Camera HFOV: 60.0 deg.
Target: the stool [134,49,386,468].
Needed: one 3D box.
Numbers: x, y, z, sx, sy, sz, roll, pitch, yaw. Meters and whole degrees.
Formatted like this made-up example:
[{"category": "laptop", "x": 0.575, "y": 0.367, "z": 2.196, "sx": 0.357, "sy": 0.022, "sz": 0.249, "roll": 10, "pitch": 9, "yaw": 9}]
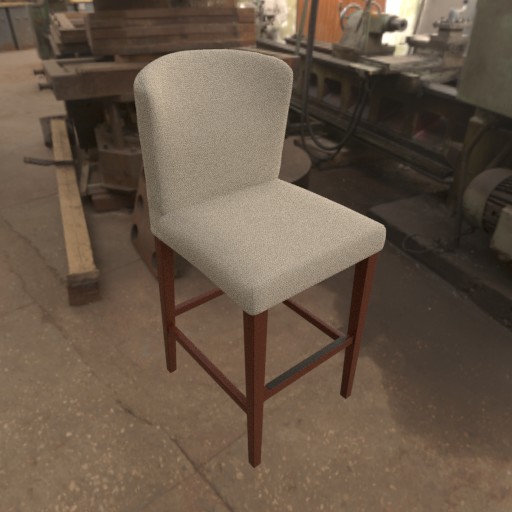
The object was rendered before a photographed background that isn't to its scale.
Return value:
[{"category": "stool", "x": 0.000, "y": 0.000, "z": 1.316, "sx": 0.481, "sy": 1.069, "sz": 0.568, "roll": -23, "pitch": 39, "yaw": -32}]
